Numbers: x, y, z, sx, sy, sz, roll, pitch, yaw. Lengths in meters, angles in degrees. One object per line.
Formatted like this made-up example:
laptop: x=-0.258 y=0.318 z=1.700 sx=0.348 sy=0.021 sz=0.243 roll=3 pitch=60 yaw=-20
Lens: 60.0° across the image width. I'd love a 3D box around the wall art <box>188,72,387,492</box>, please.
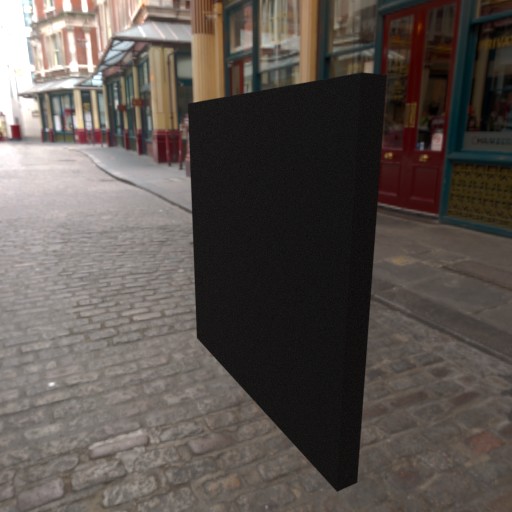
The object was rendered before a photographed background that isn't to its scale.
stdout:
wall art: x=0.000 y=0.000 z=0.663 sx=0.030 sy=0.458 sz=0.462 roll=-8 pitch=17 yaw=-27
